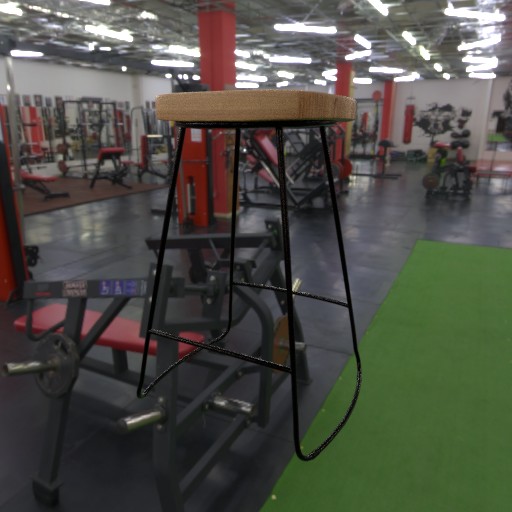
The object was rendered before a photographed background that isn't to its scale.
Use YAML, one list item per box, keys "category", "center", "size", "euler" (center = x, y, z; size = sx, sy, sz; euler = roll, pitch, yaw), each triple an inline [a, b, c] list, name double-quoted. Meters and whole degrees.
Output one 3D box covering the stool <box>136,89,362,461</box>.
- category: "stool"
  center: [0.000, 0.000, 1.000]
  size: [0.480, 0.679, 0.401]
  euler: [9, 19, 28]
